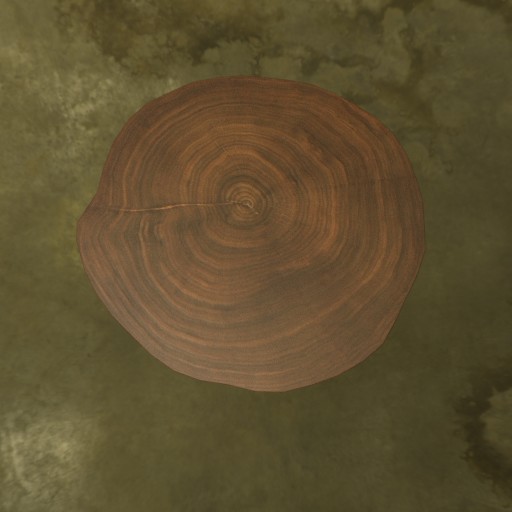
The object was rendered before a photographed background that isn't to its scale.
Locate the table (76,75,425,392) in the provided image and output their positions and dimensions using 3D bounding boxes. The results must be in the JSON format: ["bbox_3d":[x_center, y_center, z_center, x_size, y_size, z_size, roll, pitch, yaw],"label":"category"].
[{"bbox_3d":[0.000,0.000,0.864,0.494,0.476,0.477,40,79,9],"label":"table"}]
